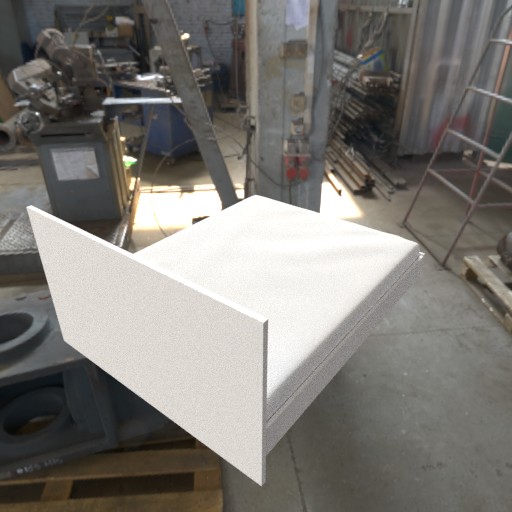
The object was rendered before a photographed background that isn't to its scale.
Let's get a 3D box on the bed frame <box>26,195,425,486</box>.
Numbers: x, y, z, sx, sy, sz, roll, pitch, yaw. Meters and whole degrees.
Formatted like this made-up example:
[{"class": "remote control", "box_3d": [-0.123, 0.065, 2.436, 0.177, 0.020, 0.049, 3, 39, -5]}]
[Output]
[{"class": "bed frame", "box_3d": [0.000, 0.000, 3.059, 1.711, 1.001, 2.100, 21, 36, 32]}]
